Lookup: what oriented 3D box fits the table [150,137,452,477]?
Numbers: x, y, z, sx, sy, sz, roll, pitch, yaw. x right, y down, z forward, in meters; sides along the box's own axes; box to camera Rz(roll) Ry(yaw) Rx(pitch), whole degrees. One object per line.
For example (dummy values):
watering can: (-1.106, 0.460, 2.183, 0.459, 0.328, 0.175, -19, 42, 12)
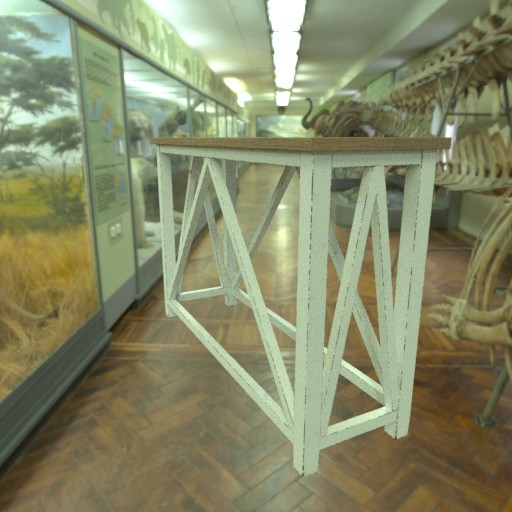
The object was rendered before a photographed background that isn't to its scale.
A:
table: (0.000, 0.000, 1.801, 0.450, 0.930, 1.400, -8, 17, -26)
